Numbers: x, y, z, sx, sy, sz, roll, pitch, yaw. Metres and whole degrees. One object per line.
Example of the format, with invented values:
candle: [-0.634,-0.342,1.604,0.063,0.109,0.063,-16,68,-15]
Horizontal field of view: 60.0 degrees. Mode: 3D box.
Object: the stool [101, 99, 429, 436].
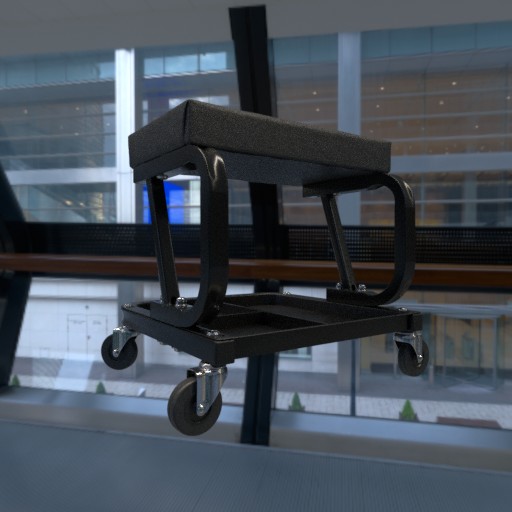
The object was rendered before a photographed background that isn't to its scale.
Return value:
stool: [0.000,0.000,0.724,0.446,0.380,0.371,-1,1,-35]
